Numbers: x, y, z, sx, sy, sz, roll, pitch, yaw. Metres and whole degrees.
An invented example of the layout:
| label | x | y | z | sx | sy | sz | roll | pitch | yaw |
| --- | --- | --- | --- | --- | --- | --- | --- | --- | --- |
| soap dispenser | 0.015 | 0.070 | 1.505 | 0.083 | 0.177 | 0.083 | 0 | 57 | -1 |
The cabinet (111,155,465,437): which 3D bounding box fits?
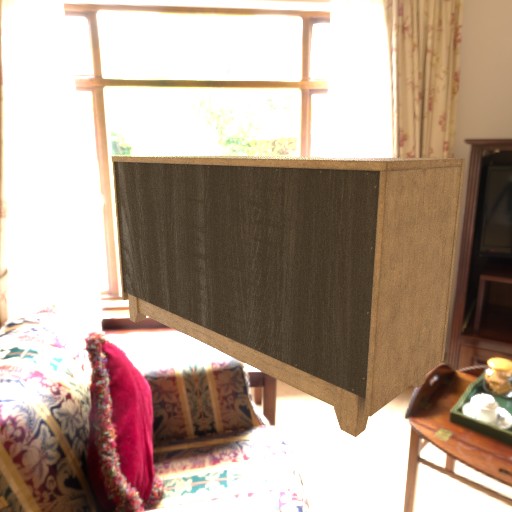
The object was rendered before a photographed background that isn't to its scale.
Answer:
| label | x | y | z | sx | sy | sz | roll | pitch | yaw |
| --- | --- | --- | --- | --- | --- | --- | --- | --- | --- |
| cabinet | 0.000 | 0.000 | 1.891 | 0.511 | 0.825 | 1.460 | -13 | 19 | -43 |
